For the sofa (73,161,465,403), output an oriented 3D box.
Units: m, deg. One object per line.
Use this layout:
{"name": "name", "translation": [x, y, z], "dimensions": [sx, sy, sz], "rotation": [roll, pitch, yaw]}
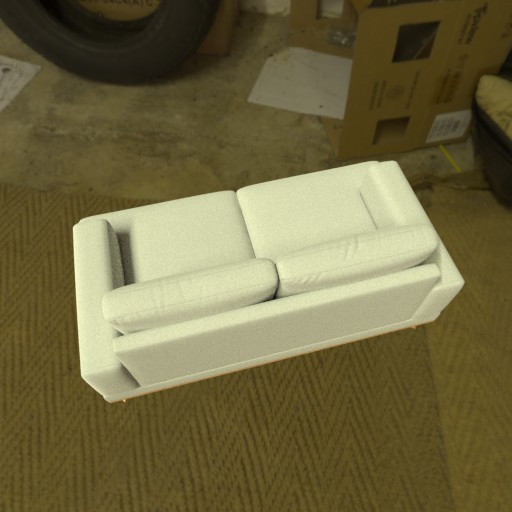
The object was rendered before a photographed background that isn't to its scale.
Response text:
{"name": "sofa", "translation": [0.000, 0.000, 2.115], "dimensions": [1.651, 0.810, 0.915], "rotation": [-12, 59, -8]}
